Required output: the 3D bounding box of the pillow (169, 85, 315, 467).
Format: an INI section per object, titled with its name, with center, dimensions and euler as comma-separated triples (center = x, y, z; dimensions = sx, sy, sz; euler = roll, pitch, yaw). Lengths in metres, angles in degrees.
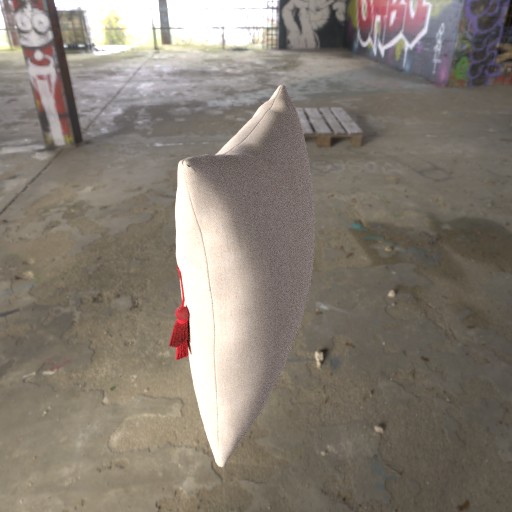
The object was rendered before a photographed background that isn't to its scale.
[pillow]
center = 0.000, 0.000, 0.687
dimensions = 0.173, 0.436, 0.433
euler = 8, 31, 13
